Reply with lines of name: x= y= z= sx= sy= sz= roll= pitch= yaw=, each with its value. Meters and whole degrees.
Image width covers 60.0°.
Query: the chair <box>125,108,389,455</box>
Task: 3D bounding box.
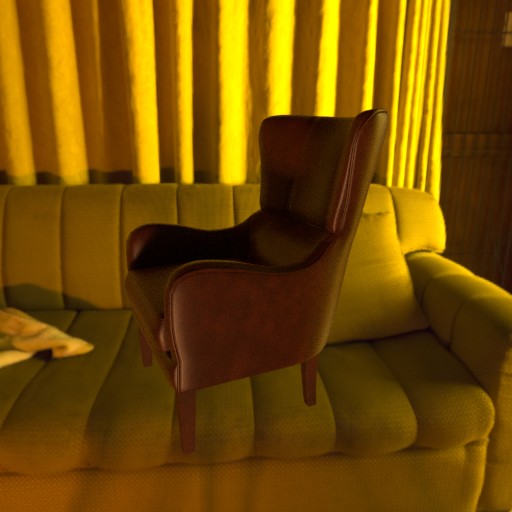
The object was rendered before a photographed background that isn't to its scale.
chair: x=0.000 y=0.000 z=1.678 sx=0.914 sy=1.048 sz=0.692 roll=-7 pitch=17 yaw=-24
